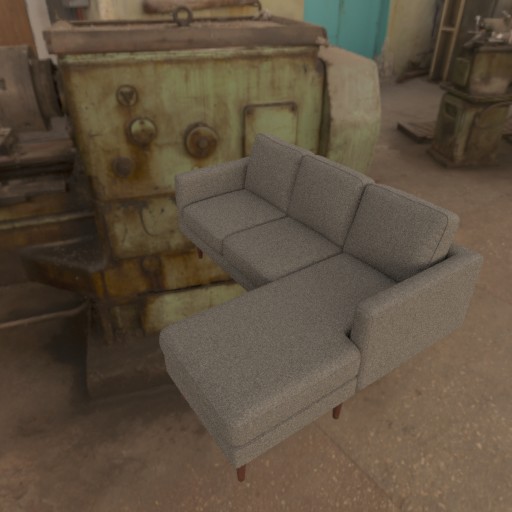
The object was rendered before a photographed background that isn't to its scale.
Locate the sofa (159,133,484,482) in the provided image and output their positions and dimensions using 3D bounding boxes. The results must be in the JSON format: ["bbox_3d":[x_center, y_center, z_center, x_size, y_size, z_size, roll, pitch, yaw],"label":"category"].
[{"bbox_3d":[0.000,0.000,2.867,1.667,0.957,2.055,-20,38,-29],"label":"sofa"}]
